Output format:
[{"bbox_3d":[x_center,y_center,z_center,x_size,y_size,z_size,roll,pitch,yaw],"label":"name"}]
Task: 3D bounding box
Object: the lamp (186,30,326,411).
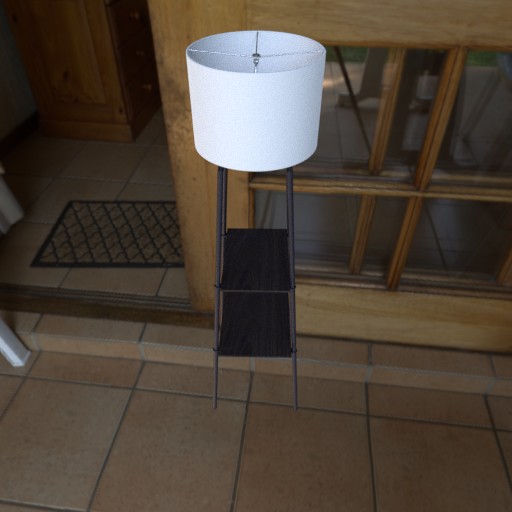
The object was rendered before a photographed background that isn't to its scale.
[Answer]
[{"bbox_3d":[0.000,0.000,1.677,0.384,1.474,0.427,1,41,1],"label":"lamp"}]
